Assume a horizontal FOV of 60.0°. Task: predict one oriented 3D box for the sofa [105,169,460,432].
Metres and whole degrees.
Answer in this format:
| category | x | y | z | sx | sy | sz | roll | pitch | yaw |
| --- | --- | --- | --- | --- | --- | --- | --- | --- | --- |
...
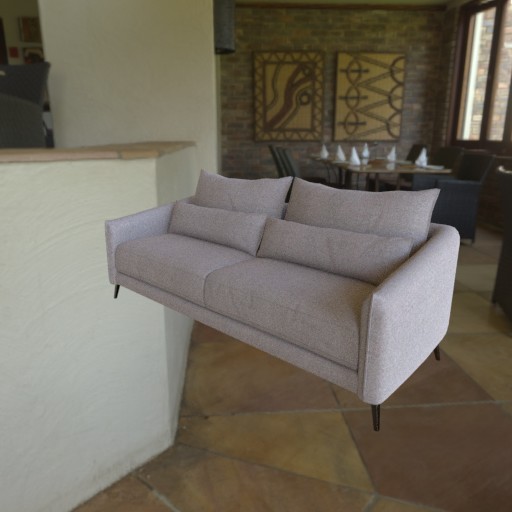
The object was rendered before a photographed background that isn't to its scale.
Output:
| category | x | y | z | sx | sy | sz | roll | pitch | yaw |
| --- | --- | --- | --- | --- | --- | --- | --- | --- | --- |
| sofa | 0.000 | 0.000 | 2.458 | 2.022 | 0.833 | 0.809 | 15 | 21 | 43 |
